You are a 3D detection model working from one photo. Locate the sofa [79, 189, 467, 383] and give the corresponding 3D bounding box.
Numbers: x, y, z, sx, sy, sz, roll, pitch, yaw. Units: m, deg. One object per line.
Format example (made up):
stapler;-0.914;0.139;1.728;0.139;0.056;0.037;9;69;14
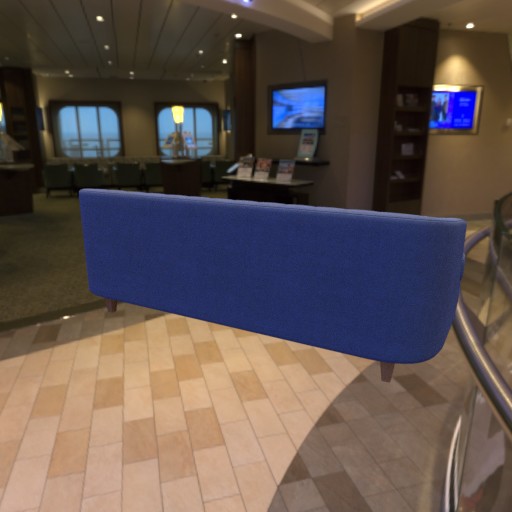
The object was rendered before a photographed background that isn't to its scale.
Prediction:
sofa;0.000;0.000;2.660;2.235;0.787;0.914;8;18;27
